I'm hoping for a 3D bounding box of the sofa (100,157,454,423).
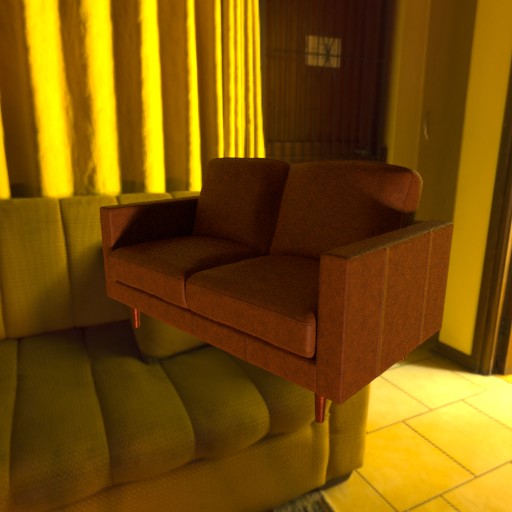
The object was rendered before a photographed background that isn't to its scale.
[{"bbox_3d":[0.000,0.000,2.235,1.578,0.951,0.909,14,20,42],"label":"sofa"}]
